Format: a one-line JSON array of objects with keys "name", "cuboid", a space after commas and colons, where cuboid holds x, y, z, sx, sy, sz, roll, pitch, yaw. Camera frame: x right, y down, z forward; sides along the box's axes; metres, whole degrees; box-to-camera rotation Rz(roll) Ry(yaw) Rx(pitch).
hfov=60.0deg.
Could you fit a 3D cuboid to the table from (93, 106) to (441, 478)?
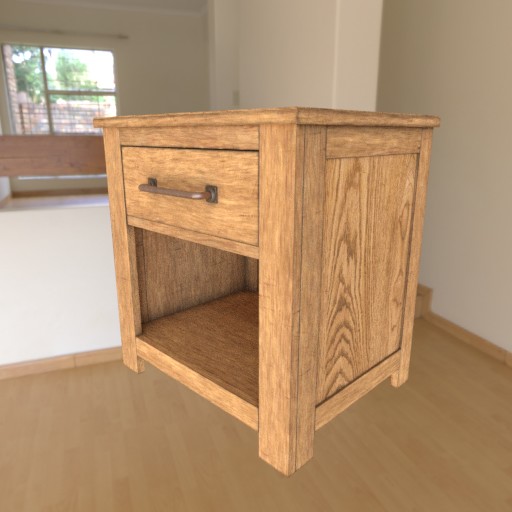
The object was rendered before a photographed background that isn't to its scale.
[{"name": "table", "cuboid": [0.000, 0.000, 1.042, 0.601, 0.625, 0.494, 15, 21, 43]}]
